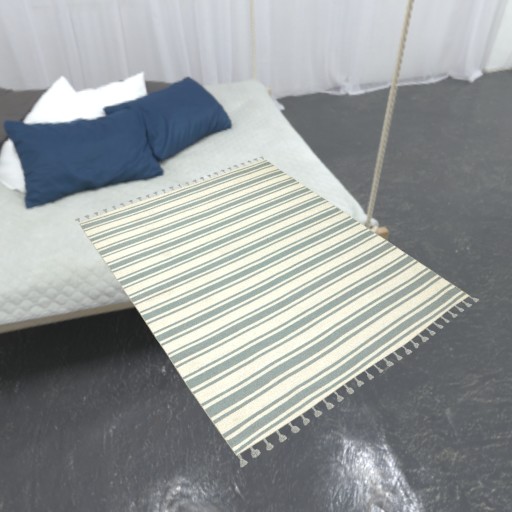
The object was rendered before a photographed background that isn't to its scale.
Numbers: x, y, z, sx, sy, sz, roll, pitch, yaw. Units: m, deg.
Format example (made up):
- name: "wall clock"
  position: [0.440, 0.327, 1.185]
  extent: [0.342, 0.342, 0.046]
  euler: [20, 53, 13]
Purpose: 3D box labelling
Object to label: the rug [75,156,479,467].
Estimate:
- name: "rug"
  position: [0.000, 0.000, 4.207]
  extent: [2.439, 0.005, 3.201]
  euler: [-24, 46, -26]
